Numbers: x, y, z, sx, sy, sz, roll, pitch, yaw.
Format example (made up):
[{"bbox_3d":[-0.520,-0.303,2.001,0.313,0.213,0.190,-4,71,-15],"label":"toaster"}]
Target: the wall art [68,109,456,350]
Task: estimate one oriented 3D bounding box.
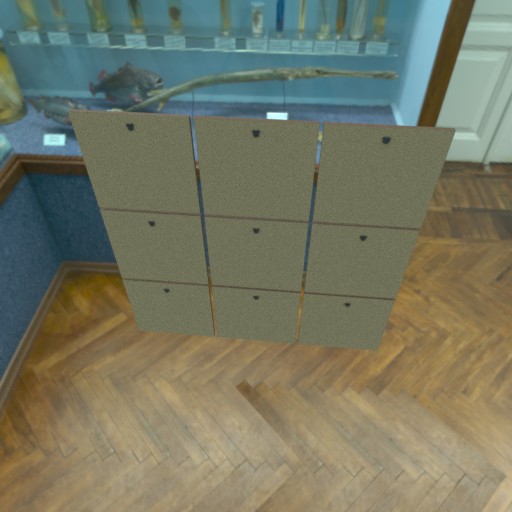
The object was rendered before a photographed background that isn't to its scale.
[{"bbox_3d":[0.000,0.000,1.356,0.906,0.904,0.018,4,46,4],"label":"wall art"}]
